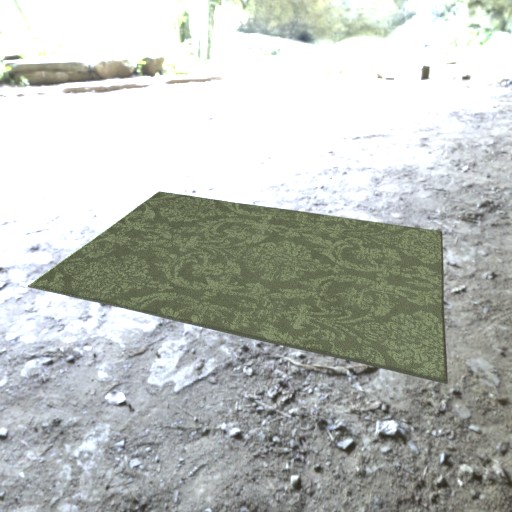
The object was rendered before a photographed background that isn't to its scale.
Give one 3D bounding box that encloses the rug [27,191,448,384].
[{"bbox_3d":[0.000,0.000,2.284,1.824,0.012,1.206,10,32,16],"label":"rug"}]
